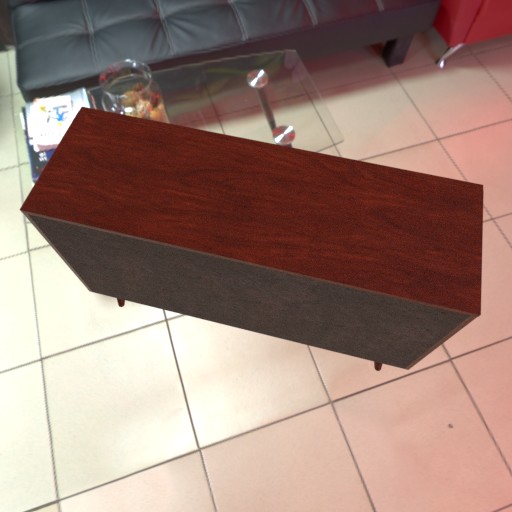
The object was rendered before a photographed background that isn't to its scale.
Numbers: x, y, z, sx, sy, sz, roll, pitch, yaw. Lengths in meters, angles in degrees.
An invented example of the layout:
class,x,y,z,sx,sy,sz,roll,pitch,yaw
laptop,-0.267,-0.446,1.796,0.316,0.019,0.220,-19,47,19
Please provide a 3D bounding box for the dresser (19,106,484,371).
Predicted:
class,x,y,z,sx,sy,sz,roll,pitch,yaw
dresser,0.000,0.000,1.875,1.472,0.889,0.500,13,63,7
